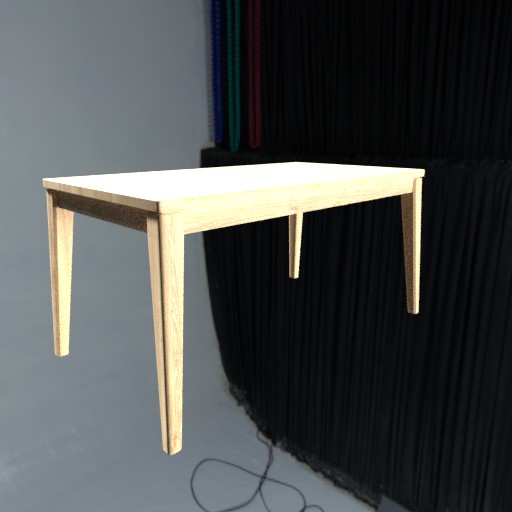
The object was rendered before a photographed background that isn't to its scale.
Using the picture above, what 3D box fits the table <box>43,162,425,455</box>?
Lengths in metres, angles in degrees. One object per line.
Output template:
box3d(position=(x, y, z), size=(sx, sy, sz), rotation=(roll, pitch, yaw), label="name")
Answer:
box3d(position=(0.000, 0.000, 2.076), size=(1.600, 0.760, 0.900), rotation=(-15, 21, -42), label="table")
